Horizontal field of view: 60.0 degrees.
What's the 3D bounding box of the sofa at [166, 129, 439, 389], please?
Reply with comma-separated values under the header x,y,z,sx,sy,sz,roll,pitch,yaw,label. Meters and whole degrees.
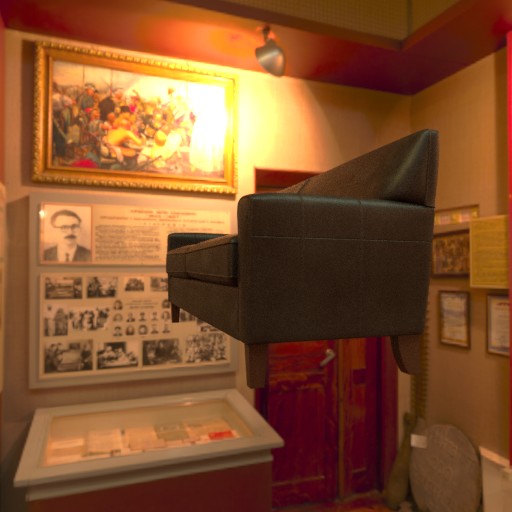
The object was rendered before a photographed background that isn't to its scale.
x,y,z,sx,sy,sz,roll,pitch,yaw,label
0.000,0.000,2.516,0.805,0.947,2.053,0,-1,-19,sofa
